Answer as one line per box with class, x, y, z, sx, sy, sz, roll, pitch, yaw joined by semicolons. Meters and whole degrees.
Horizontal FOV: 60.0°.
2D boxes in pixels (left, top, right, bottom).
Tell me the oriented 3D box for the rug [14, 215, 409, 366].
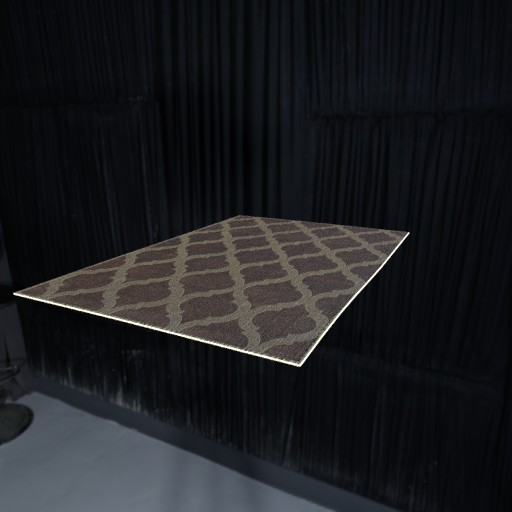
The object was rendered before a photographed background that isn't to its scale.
rug;0.000;0.000;2.820;1.522;0.008;2.284;8;18;26
